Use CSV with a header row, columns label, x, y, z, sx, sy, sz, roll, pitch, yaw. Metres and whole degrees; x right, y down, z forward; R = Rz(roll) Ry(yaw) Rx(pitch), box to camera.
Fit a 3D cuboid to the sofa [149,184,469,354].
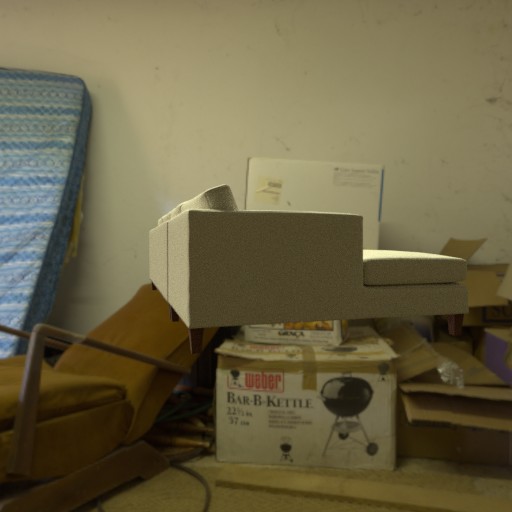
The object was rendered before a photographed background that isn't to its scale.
label,x,y,z,sx,sy,sz,roll,pitch,yaw
sofa,0.000,0.000,3.817,1.625,0.846,3.186,0,2,-17
